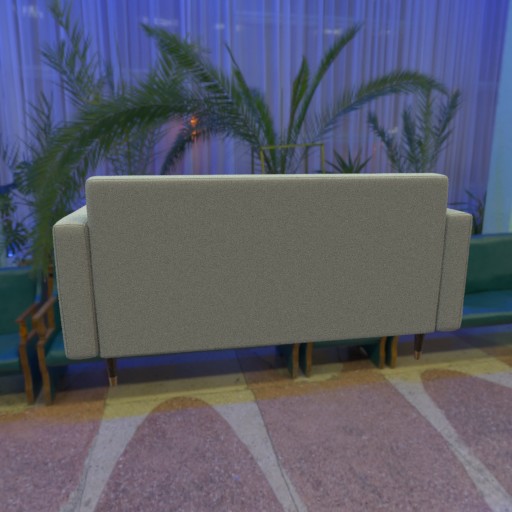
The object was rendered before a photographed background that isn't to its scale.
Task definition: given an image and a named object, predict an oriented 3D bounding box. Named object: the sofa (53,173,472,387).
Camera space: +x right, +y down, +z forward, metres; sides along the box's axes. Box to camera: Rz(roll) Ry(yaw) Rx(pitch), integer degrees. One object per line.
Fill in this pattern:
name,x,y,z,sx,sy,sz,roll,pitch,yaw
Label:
sofa,0.000,0.000,2.114,1.585,0.801,0.950,-2,13,-10
